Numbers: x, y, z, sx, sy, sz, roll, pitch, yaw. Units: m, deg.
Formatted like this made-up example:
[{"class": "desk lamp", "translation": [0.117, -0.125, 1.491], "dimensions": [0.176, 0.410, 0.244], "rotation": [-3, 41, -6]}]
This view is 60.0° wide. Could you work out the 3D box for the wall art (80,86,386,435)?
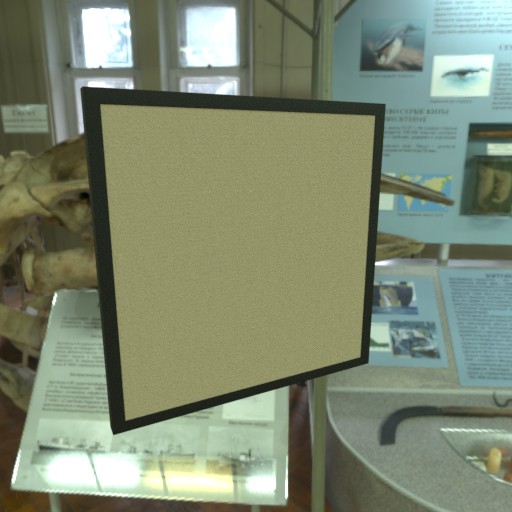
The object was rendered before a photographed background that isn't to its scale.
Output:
[{"class": "wall art", "translation": [0.000, 0.000, 0.449], "dimensions": [0.306, 0.304, 0.015], "rotation": [-7, 15, -27]}]
